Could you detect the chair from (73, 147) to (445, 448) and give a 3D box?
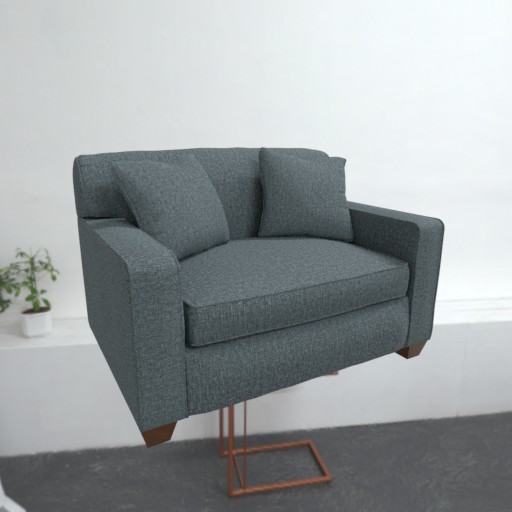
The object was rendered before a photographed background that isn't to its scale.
[{"bbox_3d":[0.000,0.000,2.022,1.383,0.948,1.000,-9,18,-28],"label":"chair"}]
